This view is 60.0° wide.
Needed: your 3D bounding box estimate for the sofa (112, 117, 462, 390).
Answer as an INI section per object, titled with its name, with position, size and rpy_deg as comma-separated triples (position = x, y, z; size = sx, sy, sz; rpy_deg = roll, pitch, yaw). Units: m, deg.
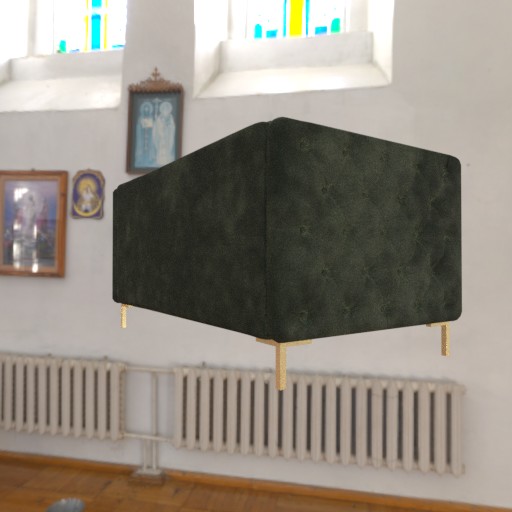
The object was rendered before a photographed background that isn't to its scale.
[sofa]
position = 0.000, 0.000, 2.052
size = 0.895, 0.768, 1.537
rpy_deg = 1, -1, -34
